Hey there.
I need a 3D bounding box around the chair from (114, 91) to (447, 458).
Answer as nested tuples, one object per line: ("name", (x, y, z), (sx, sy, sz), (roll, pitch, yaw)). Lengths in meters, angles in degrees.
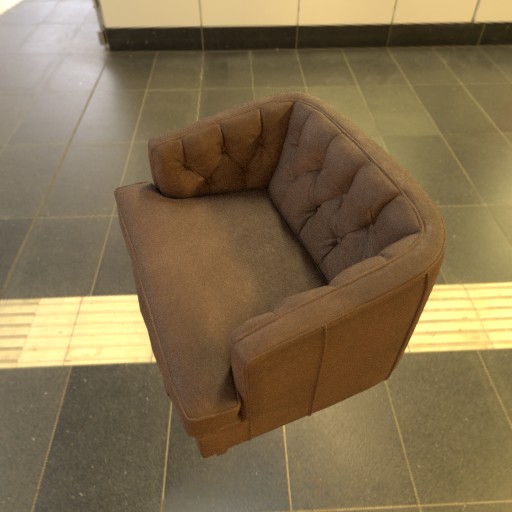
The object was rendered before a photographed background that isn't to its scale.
("chair", (0.000, 0.000, 1.668), (0.914, 0.787, 1.118), (-16, 48, -15))
